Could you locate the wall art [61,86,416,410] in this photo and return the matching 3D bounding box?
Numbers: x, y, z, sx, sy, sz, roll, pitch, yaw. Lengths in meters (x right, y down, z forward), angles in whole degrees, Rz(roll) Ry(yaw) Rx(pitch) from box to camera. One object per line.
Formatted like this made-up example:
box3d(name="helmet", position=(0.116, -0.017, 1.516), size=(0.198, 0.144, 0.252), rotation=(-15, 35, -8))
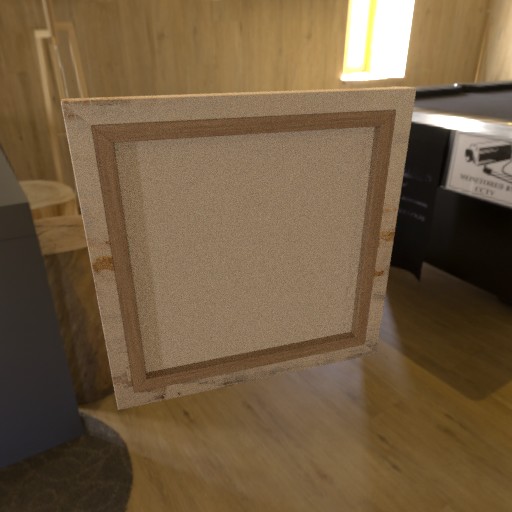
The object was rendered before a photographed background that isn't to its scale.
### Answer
box3d(name="wall art", position=(0.000, 0.000, 1.087), size=(0.753, 0.755, 0.038), rotation=(-8, 27, -16))
